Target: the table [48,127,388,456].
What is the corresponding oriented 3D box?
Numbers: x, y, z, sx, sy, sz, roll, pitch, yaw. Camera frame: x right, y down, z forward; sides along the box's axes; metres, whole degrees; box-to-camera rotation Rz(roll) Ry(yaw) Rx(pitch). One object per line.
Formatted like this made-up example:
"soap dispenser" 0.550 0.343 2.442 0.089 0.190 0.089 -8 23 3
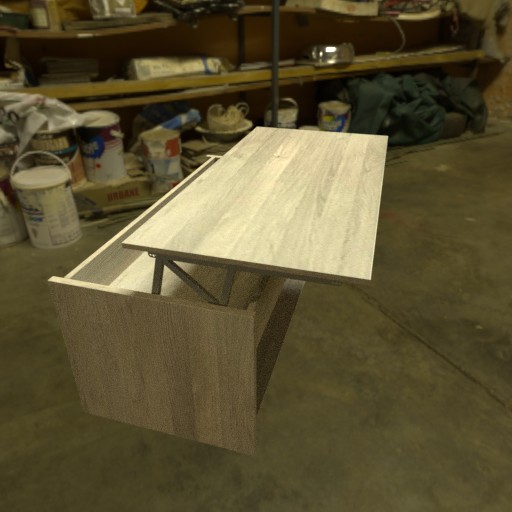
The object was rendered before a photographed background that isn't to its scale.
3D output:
"table" 0.000 0.000 1.426 0.712 0.570 1.000 8 31 14
